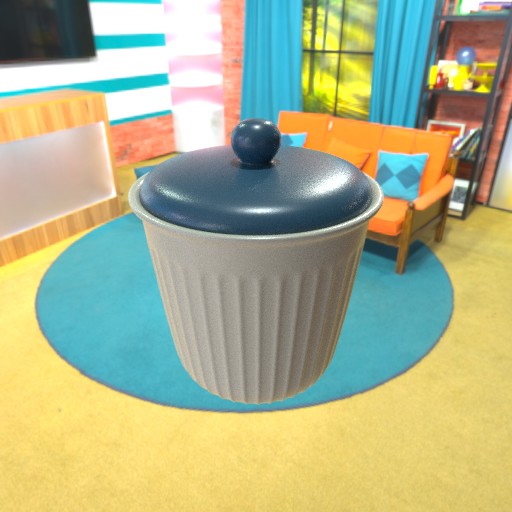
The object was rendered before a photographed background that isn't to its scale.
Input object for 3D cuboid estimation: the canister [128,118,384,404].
[{"bbox_3d":[0.000,0.000,0.351,0.181,0.211,0.181,0,28,0],"label":"canister"}]
